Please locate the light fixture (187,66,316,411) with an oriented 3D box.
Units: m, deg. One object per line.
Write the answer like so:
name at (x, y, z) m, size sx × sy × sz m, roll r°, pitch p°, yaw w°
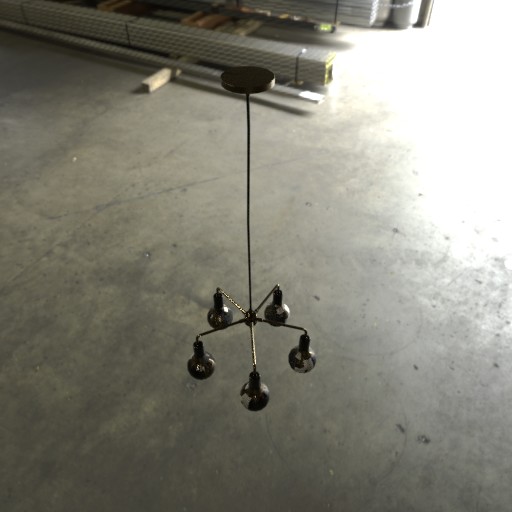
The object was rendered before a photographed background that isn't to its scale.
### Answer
light fixture at (0.000, 0.000, 1.228) m, size 0.421 × 0.988 × 0.438 m, roll 10°, pitch 44°, yaw 10°
